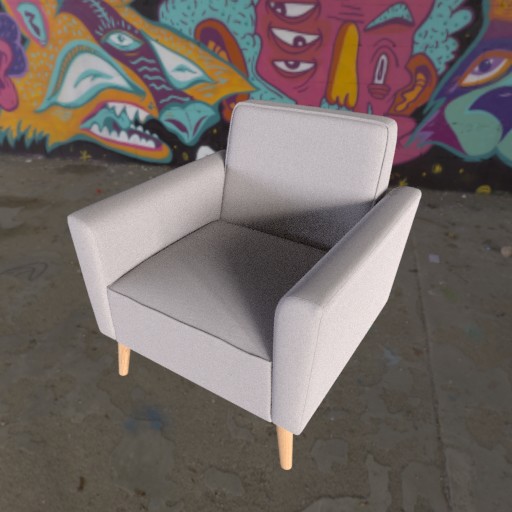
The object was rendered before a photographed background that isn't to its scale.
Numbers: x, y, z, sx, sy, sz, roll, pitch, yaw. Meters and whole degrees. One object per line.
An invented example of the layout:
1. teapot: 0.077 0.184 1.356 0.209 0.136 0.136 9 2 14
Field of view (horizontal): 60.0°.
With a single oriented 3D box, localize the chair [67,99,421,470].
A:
1. chair: 0.000 0.000 1.388 0.780 0.780 0.750 18 35 28
